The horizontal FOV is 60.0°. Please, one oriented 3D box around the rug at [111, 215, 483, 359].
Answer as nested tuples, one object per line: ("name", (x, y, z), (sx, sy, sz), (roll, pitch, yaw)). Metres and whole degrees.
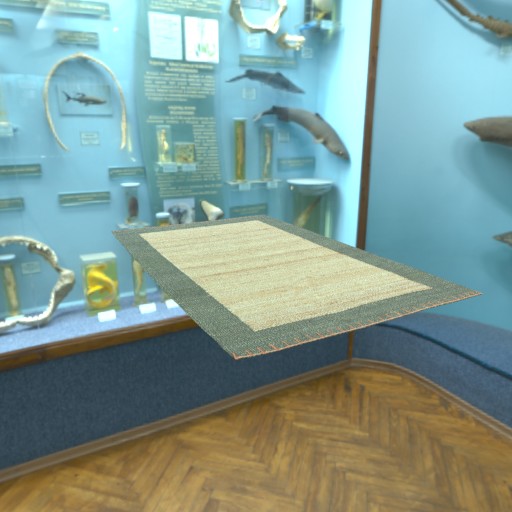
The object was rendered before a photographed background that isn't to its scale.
("rug", (0.000, 0.000, 3.072), (1.521, 0.006, 2.435), (-9, 19, -27))
